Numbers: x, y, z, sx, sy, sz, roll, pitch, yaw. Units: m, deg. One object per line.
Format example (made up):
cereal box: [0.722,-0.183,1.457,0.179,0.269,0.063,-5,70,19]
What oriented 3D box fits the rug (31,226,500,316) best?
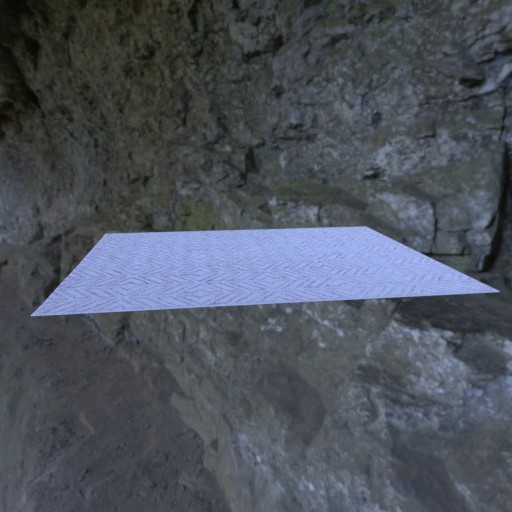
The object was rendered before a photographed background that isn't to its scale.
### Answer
rug: [0.000,0.000,3.994,3.045,0.008,2.421,-2,15,-8]
